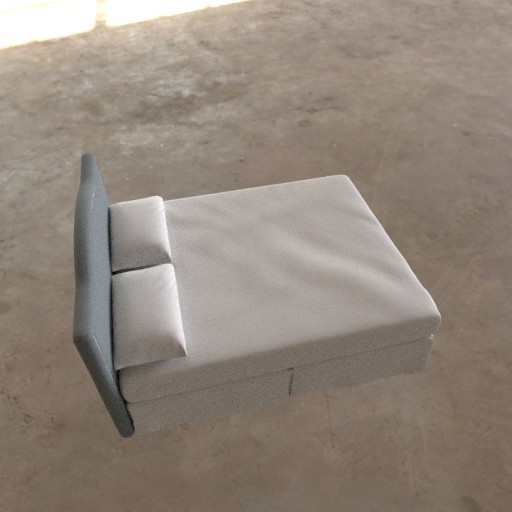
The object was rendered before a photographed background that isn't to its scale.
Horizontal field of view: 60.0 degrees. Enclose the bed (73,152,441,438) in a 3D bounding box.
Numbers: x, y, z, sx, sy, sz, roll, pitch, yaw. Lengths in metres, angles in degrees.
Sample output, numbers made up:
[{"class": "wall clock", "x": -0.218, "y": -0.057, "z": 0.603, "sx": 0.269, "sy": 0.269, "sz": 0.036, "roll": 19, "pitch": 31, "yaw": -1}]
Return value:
[{"class": "bed", "x": 0.000, "y": 0.000, "z": 3.913, "sx": 2.689, "sy": 1.457, "sz": 2.161, "roll": -10, "pitch": 46, "yaw": -10}]
